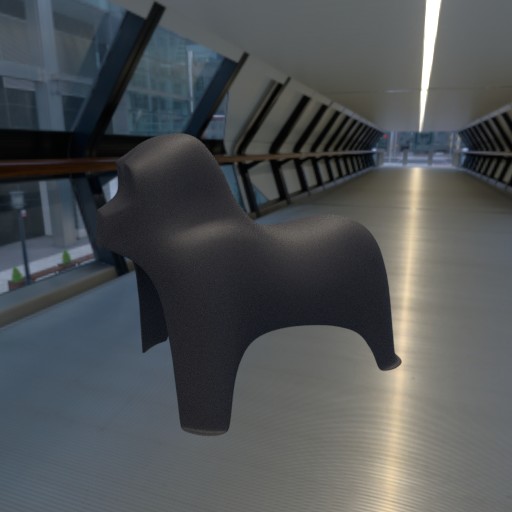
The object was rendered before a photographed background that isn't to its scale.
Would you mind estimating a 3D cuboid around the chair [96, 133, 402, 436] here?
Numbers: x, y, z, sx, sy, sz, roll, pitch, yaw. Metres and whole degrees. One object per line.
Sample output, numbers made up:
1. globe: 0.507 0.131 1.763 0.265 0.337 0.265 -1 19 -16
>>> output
1. chair: 0.000 0.000 1.129 0.758 0.600 0.490 -7 16 -25
